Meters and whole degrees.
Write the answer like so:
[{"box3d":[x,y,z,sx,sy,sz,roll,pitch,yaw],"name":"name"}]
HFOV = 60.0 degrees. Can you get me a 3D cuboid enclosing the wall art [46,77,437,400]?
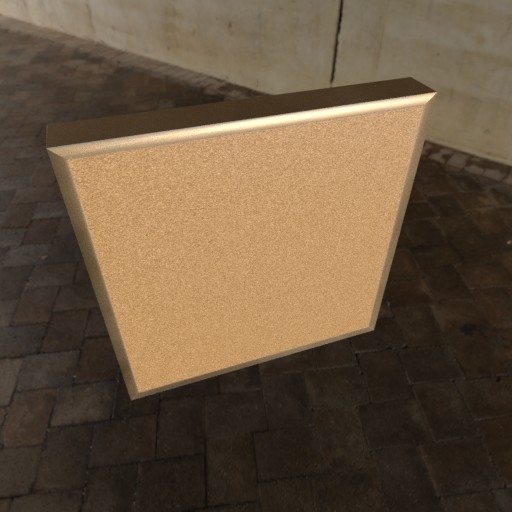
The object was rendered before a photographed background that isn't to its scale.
[{"box3d":[0.000,0.000,0.441,0.305,0.303,0.038,-13,42,-14],"name":"wall art"}]
